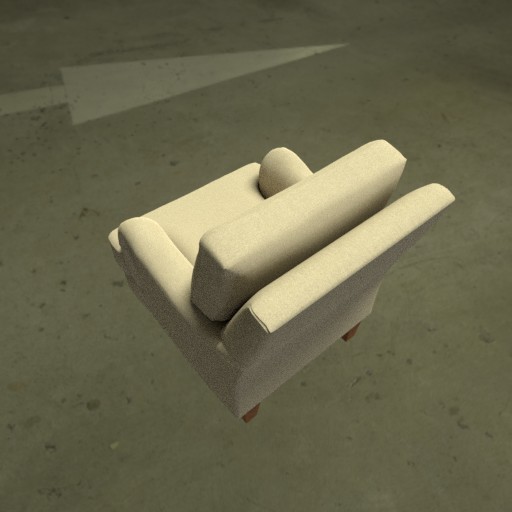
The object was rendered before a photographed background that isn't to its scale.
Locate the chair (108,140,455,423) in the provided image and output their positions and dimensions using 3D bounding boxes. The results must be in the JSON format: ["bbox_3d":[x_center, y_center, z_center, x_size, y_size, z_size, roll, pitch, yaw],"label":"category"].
[{"bbox_3d":[0.000,0.000,1.879,0.895,1.076,1.078,-31,54,-26],"label":"chair"}]
